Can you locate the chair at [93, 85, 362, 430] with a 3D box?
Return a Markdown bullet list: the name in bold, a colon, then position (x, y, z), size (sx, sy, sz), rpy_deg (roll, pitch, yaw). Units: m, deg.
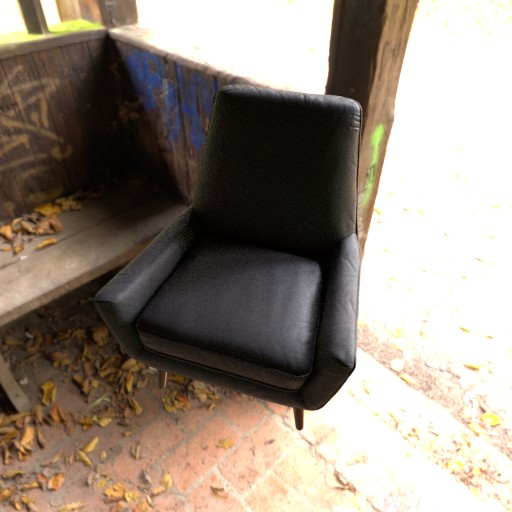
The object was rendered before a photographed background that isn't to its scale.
- **chair**: position (0.000, 0.000, 1.534), size (0.787, 0.888, 0.822), rpy_deg (12, 42, 13)
